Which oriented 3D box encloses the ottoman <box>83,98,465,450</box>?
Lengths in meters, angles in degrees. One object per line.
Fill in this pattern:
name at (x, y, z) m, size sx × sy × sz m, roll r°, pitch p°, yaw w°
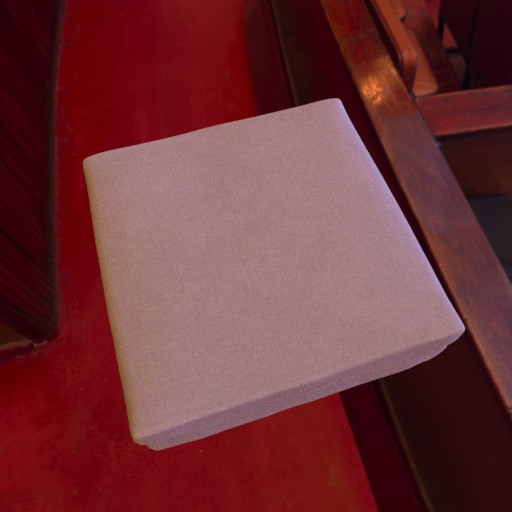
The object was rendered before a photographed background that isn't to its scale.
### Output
ottoman at (0.000, 0.000, 1.798) m, size 1.203 × 0.517 × 1.171 m, roll -16°, pitch 64°, yaw -8°
